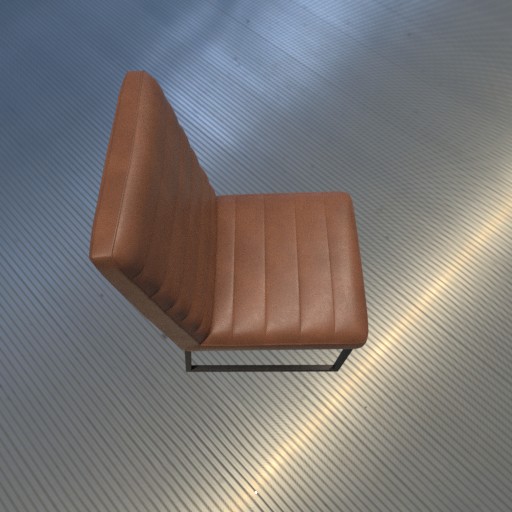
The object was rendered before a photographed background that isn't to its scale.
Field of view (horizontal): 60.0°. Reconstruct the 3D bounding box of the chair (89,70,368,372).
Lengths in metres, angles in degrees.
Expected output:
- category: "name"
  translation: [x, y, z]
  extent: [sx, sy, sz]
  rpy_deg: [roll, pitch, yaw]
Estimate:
- category: "chair"
  translation: [0.000, 0.000, 1.317]
  extent: [0.634, 0.930, 0.520]
  rpy_deg: [0, 62, 0]
